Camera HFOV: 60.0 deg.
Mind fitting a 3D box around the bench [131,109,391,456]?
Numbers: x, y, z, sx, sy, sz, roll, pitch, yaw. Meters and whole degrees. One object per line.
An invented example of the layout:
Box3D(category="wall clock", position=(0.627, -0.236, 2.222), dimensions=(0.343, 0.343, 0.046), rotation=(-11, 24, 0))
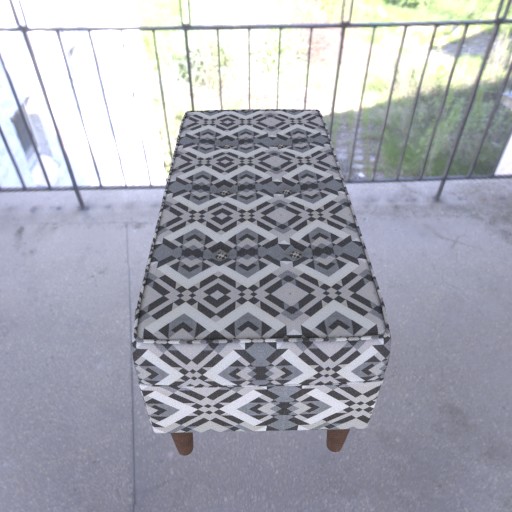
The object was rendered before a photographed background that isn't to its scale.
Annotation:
Box3D(category="bench", position=(0.000, 0.000, 1.304), dimensions=(0.492, 0.477, 1.016), rotation=(-1, 41, -1))
